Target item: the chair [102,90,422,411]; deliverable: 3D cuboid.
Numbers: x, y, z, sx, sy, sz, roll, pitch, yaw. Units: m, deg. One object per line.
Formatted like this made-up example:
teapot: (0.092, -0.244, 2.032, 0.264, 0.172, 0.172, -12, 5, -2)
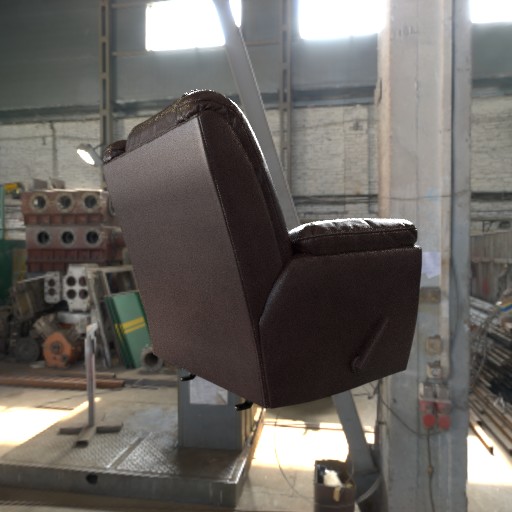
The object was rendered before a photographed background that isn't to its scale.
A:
chair: (0.000, 0.000, 1.877, 1.041, 1.093, 0.990, 0, 1, -35)
